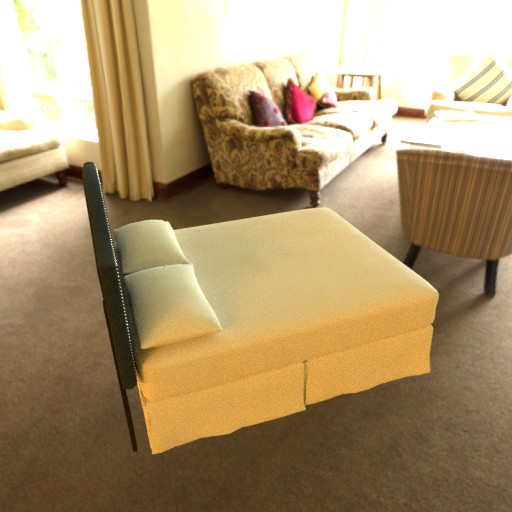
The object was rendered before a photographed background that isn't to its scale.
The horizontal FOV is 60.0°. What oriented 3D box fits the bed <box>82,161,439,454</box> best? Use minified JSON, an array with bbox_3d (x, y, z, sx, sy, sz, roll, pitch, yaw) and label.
[{"bbox_3d":[0.000,0.000,3.237,2.153,1.518,1.713,-11,31,-18],"label":"bed"}]
